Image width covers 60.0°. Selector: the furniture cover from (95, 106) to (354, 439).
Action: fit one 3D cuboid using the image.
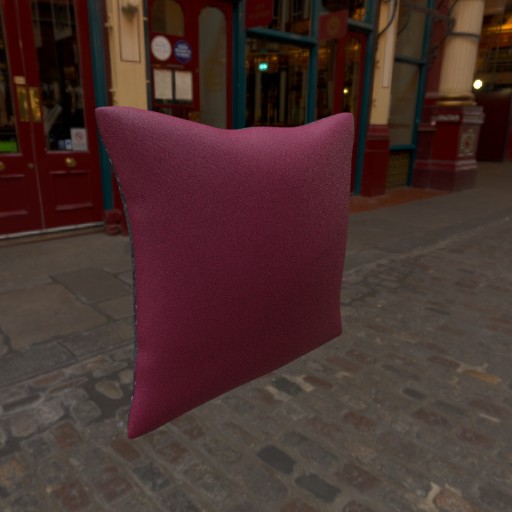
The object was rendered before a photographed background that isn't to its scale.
[{"bbox_3d":[0.000,0.000,0.814,0.552,0.509,0.193,-15,22,-40],"label":"furniture cover"}]
